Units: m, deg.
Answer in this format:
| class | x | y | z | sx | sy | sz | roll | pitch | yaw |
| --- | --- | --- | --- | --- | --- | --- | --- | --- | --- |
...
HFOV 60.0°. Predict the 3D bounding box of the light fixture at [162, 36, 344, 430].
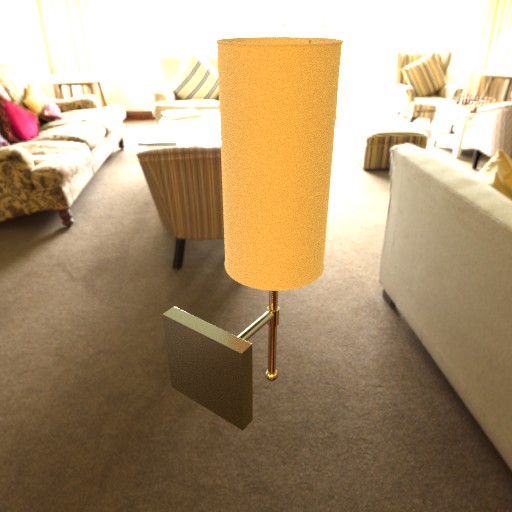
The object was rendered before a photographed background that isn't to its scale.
| class | x | y | z | sx | sy | sz | roll | pitch | yaw |
| --- | --- | --- | --- | --- | --- | --- | --- | --- | --- |
| light fixture | 0.000 | 0.000 | 0.530 | 0.128 | 0.462 | 0.208 | 19 | 34 | 31 |
